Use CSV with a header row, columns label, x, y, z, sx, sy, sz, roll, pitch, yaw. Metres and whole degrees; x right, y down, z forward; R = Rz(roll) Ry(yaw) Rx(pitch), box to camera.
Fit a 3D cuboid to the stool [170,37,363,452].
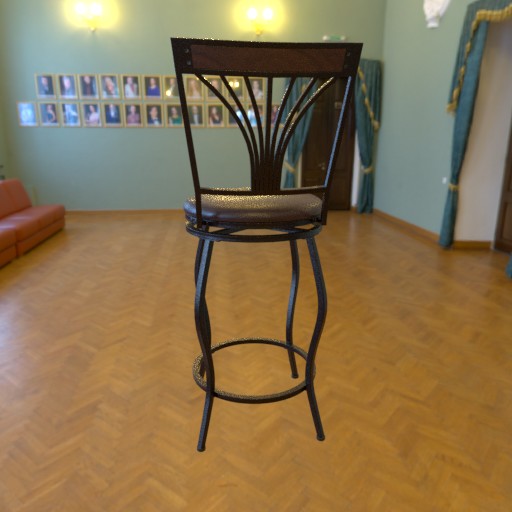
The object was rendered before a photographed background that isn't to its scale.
label,x,y,z,sx,sy,sz,roll,pitch,yaw
stool,0.000,0.000,1.344,0.433,1.117,0.514,-2,15,-7
